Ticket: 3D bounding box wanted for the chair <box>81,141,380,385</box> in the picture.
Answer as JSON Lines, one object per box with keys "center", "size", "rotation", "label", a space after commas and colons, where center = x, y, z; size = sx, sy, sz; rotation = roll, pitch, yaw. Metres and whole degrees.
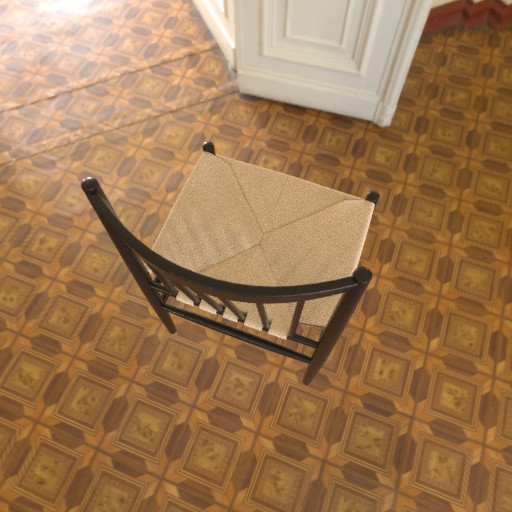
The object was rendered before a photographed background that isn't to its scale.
{"center": [0.000, 0.000, 1.117], "size": [0.495, 0.818, 0.516], "rotation": [19, 65, 9], "label": "chair"}
